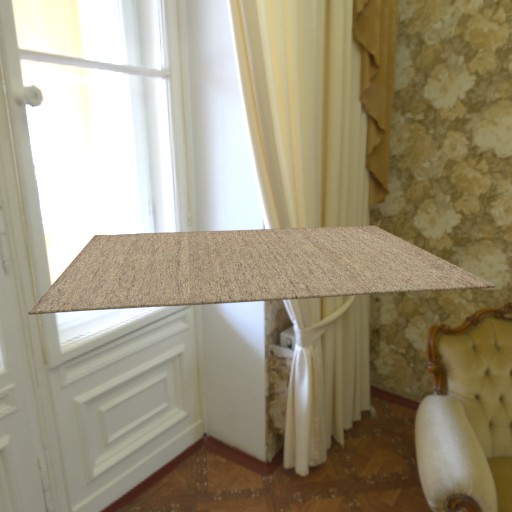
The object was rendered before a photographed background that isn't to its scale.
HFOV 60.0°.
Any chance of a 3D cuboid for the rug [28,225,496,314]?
[{"bbox_3d":[0.000,0.000,2.860,2.283,0.013,1.547,-2,16,-9],"label":"rug"}]
